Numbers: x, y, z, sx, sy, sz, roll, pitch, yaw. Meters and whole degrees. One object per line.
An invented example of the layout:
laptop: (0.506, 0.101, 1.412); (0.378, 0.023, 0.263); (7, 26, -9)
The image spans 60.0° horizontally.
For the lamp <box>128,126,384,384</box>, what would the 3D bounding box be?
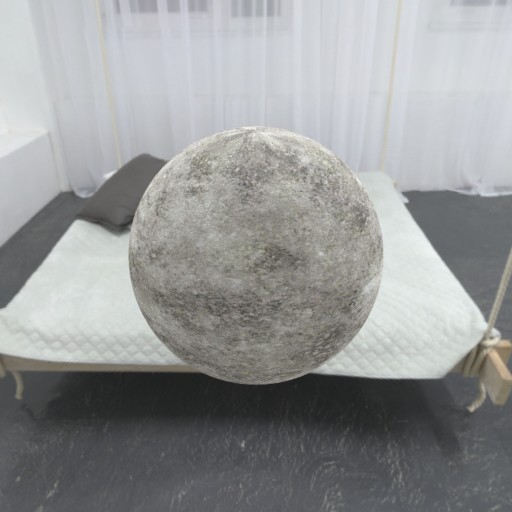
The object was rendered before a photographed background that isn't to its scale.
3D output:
lamp: (0.000, 0.000, 0.762); (0.422, 0.429, 0.422); (0, 30, 0)
